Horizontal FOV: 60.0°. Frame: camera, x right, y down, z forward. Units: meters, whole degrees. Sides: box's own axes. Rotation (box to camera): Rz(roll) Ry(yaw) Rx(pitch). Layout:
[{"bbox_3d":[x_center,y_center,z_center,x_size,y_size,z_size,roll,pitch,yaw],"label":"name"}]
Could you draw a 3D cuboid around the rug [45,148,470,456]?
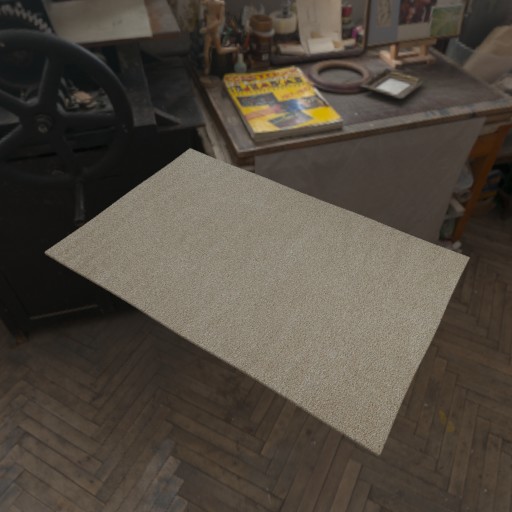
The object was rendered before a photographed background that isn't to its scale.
[{"bbox_3d":[0.000,0.000,2.906,2.346,0.025,1.500,25,51,23],"label":"rug"}]
